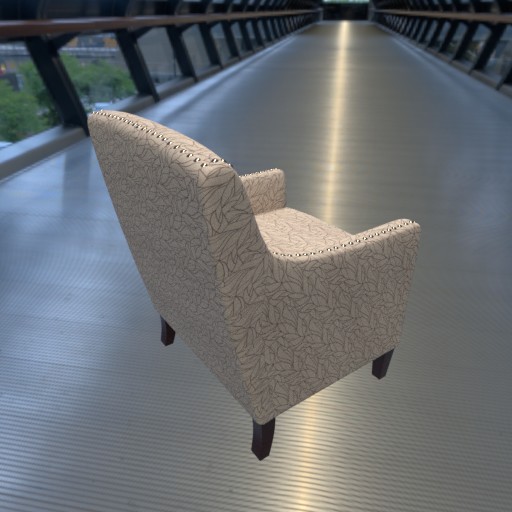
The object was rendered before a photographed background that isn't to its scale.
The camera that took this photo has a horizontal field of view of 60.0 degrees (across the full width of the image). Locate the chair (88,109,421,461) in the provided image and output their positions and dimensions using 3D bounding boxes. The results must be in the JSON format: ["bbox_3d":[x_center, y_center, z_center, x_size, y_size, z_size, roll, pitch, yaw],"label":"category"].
[{"bbox_3d":[0.000,0.000,1.274,0.651,0.816,0.623,-18,33,-31],"label":"chair"}]
